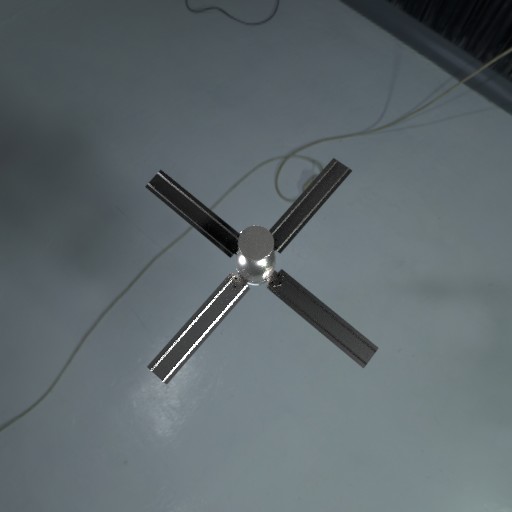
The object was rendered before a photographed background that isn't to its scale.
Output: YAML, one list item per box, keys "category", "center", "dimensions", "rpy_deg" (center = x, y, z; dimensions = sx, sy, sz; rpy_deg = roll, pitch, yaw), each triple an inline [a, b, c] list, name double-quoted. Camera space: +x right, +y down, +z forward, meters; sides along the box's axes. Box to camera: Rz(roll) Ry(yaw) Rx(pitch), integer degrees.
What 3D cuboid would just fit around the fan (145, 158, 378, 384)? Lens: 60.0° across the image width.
- category: "fan"
  center: [0.000, 0.000, 1.963]
  dimensions: [1.346, 0.406, 1.346]
  rpy_deg: [38, 78, 10]
